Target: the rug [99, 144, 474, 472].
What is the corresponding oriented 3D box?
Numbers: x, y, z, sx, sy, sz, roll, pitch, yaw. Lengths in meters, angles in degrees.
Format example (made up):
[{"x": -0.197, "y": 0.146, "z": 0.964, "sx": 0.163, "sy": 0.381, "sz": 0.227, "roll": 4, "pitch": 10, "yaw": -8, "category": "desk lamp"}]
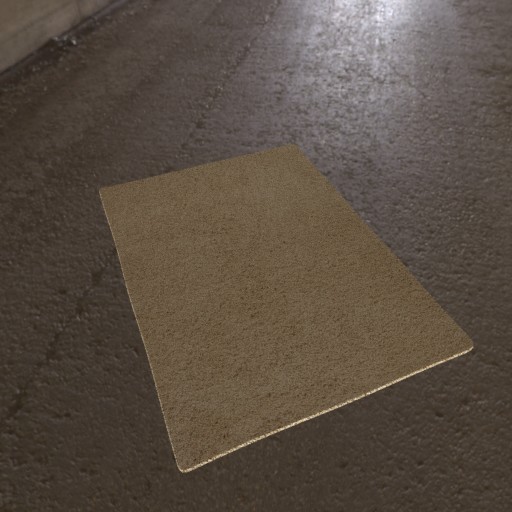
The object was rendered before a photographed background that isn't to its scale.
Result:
[{"x": 0.000, "y": 0.000, "z": 2.086, "sx": 1.199, "sy": 0.025, "sz": 1.600, "roll": -17, "pitch": 48, "yaw": -16, "category": "rug"}]
